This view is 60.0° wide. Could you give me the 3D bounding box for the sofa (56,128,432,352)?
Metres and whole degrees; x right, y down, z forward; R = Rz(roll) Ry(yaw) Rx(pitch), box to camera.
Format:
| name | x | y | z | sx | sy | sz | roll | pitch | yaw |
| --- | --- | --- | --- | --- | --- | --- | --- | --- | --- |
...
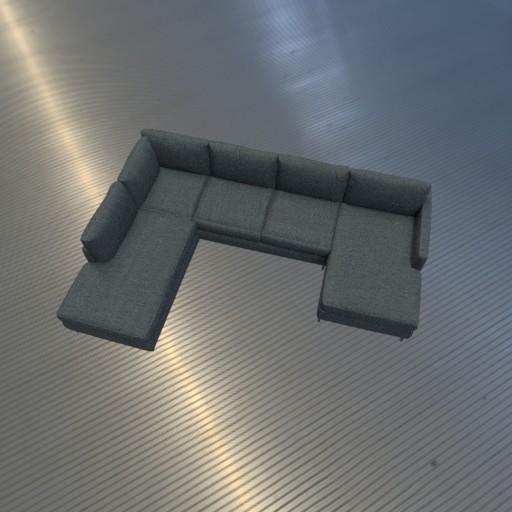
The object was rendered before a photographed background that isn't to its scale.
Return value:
| name | x | y | z | sx | sy | sz | roll | pitch | yaw |
| --- | --- | --- | --- | --- | --- | --- | --- | --- | --- |
| sofa | 0.000 | 0.000 | 3.704 | 2.737 | 0.753 | 1.879 | 13 | 59 | 8 |
